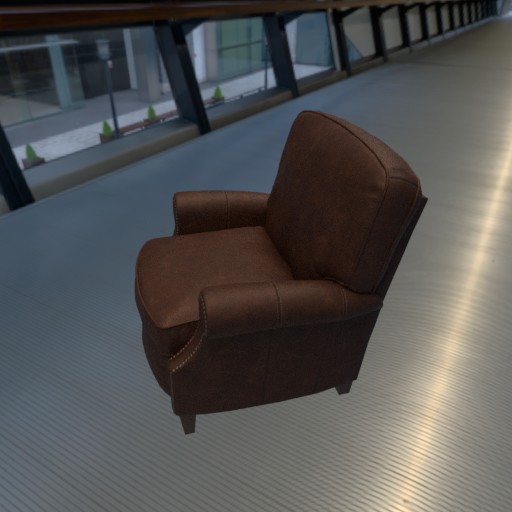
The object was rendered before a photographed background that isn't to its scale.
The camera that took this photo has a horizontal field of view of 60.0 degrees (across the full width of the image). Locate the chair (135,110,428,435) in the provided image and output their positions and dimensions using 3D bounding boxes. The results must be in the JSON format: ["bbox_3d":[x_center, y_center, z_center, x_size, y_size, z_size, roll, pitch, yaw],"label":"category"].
[{"bbox_3d":[0.000,0.000,1.788,0.986,1.018,0.936,-8,33,-13],"label":"chair"}]
